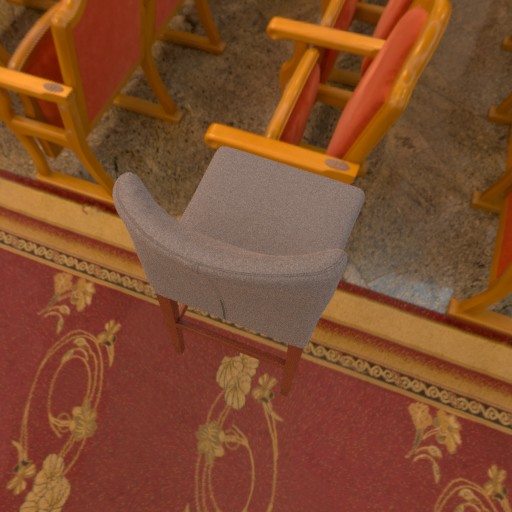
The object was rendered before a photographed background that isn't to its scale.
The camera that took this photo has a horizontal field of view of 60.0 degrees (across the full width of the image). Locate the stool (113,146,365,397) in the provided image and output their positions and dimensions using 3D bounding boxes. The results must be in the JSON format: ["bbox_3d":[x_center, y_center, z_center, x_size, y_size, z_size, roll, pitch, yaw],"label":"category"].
[{"bbox_3d":[0.000,0.000,1.293,0.481,0.968,0.568,19,65,10],"label":"stool"}]
